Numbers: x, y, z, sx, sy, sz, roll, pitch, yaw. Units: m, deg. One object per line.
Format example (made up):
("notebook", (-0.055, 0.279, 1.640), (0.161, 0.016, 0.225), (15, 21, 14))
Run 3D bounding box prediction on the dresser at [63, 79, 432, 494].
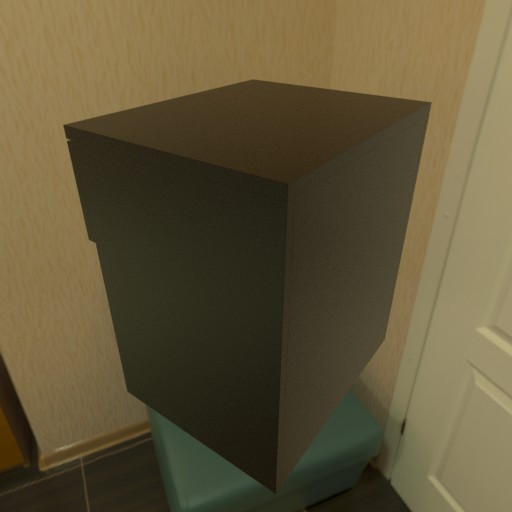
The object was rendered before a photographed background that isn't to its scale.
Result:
("dresser", (0.000, 0.000, 0.737), (0.360, 0.470, 0.400), (21, 37, 30))
